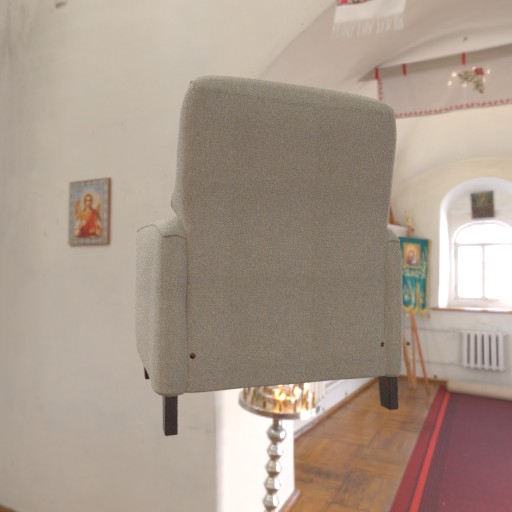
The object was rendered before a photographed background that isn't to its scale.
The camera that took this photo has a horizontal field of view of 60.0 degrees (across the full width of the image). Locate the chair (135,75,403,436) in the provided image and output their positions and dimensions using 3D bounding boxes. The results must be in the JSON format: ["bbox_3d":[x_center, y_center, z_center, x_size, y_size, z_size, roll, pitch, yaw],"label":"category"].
[{"bbox_3d":[0.000,0.000,1.653,0.850,1.006,0.853,1,-2,-18],"label":"chair"}]
